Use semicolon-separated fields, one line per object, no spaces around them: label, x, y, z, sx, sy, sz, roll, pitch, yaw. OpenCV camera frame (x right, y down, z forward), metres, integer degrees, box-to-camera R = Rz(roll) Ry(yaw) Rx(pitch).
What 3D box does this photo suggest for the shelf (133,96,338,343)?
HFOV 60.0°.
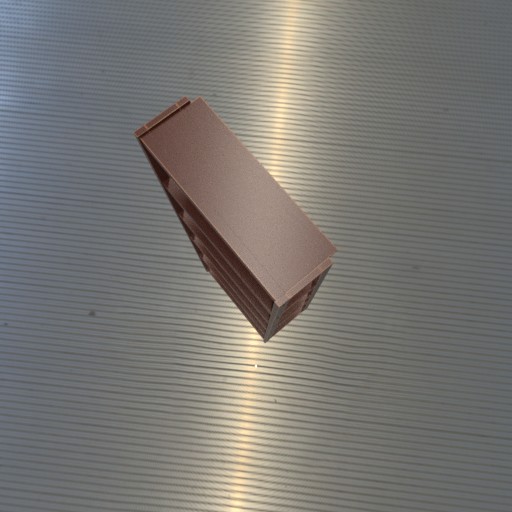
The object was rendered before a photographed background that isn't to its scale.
shelf;0.000;0.000;2.167;0.381;1.892;0.660;-39;79;-9
